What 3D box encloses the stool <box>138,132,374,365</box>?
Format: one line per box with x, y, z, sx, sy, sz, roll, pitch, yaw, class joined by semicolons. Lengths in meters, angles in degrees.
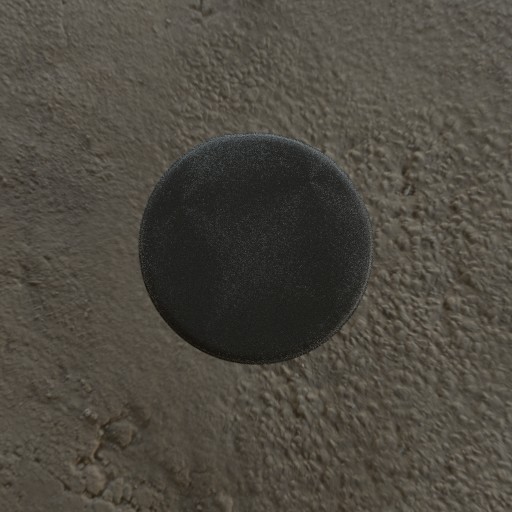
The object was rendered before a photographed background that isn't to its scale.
0.000;0.000;0.686;0.381;0.365;0.382;0;88;1;stool
